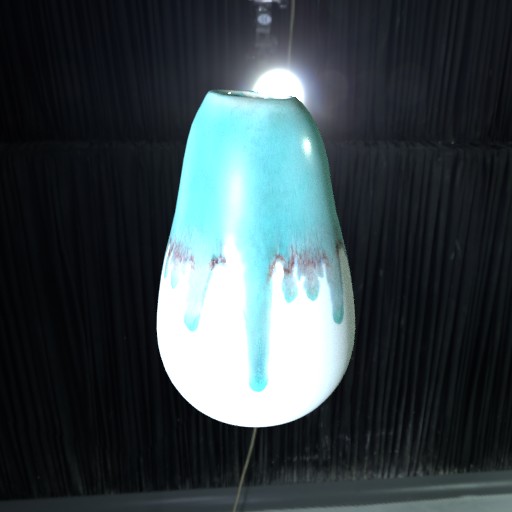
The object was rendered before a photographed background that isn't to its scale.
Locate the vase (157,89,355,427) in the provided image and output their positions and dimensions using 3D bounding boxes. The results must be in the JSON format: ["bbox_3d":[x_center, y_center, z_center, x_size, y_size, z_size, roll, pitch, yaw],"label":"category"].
[{"bbox_3d":[0.000,0.000,0.253,0.116,0.179,0.116,0,18,0],"label":"vase"}]
